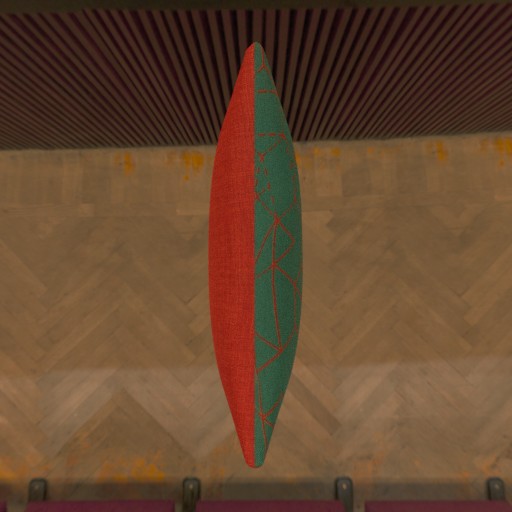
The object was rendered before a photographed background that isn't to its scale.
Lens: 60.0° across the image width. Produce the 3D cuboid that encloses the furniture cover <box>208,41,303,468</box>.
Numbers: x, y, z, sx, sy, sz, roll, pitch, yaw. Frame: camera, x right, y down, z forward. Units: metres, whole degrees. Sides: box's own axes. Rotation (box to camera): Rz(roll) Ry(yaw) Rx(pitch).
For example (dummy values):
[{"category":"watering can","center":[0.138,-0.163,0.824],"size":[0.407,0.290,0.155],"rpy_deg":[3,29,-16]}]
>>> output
[{"category":"furniture cover","center":[0.000,0.000,0.785],"size":[0.158,0.508,0.517],"rpy_deg":[0,90,0]}]
